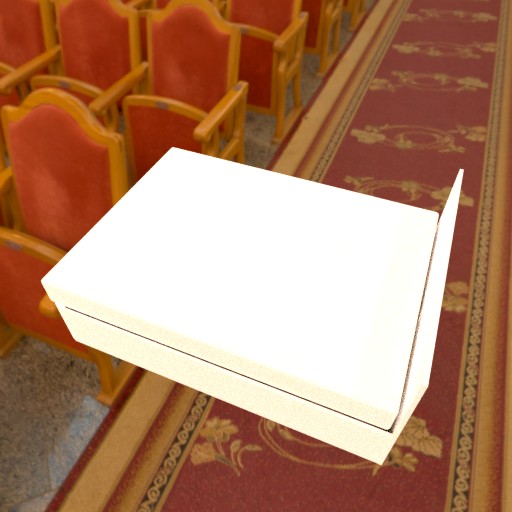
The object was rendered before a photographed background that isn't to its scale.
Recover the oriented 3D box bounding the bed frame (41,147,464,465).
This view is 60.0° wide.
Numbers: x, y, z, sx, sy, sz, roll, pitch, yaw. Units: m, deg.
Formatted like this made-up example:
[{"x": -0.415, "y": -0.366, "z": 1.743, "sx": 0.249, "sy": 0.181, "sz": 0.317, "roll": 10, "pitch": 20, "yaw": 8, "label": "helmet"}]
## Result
[{"x": 0.000, "y": 0.000, "z": 2.547, "sx": 1.900, "sy": 0.800, "sz": 1.400, "roll": 17, "pitch": 49, "yaw": 15, "label": "bed frame"}]
